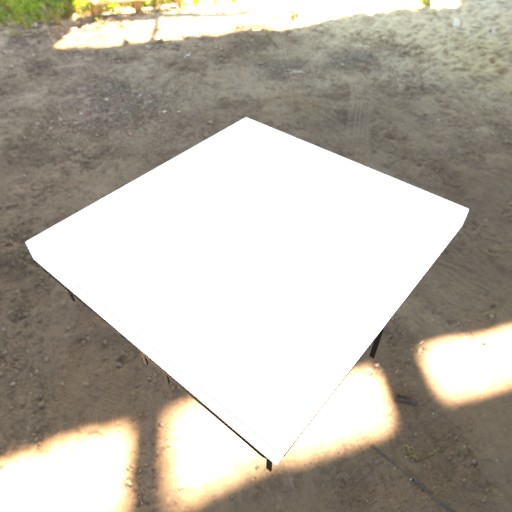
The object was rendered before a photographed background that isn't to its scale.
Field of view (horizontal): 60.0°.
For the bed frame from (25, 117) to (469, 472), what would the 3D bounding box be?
[{"bbox_3d":[0.000,0.000,2.972,1.930,0.559,2.032,31,52,27],"label":"bed frame"}]
